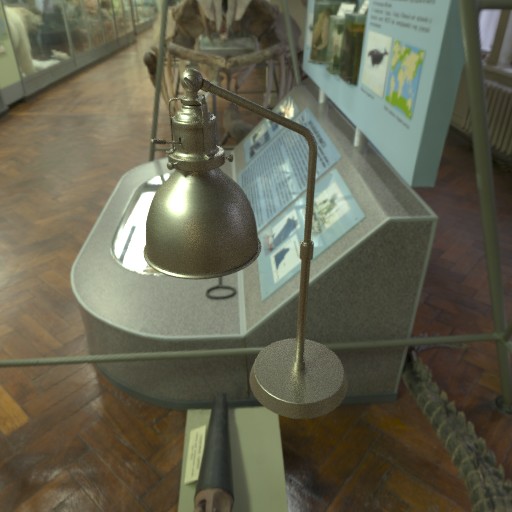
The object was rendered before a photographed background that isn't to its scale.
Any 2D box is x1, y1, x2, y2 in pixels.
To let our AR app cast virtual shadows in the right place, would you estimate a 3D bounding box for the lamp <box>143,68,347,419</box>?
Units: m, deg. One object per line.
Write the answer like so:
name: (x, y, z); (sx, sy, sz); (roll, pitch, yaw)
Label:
lamp: (0.000, 0.000, 0.579); (0.286, 0.456, 0.153); (-2, 31, -3)
